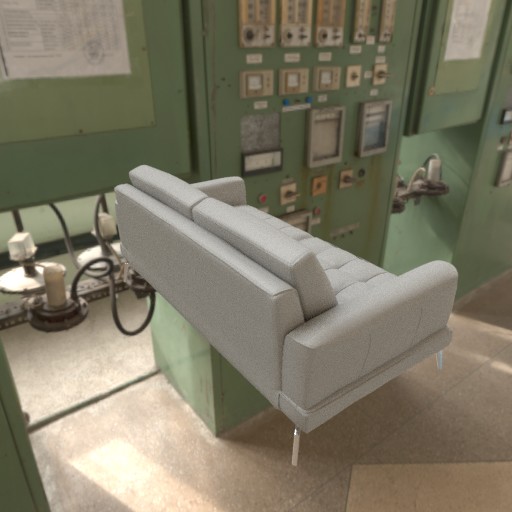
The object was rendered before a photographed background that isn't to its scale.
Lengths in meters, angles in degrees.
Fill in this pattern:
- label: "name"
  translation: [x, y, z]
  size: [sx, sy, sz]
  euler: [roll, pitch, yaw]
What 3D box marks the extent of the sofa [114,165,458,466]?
- label: "sofa"
  translation: [0.000, 0.000, 2.799]
  size: [1.121, 0.930, 2.177]
  euler: [-18, 31, -32]
